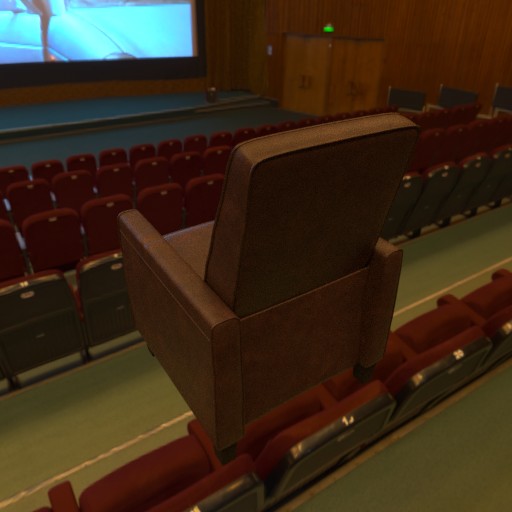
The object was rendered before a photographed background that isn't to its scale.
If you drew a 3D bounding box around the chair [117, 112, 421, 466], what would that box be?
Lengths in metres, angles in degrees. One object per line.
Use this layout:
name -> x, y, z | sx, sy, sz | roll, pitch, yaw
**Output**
chair -> 0.000, 0.000, 1.494 | 0.705, 1.013, 0.746 | -19, 36, -28
